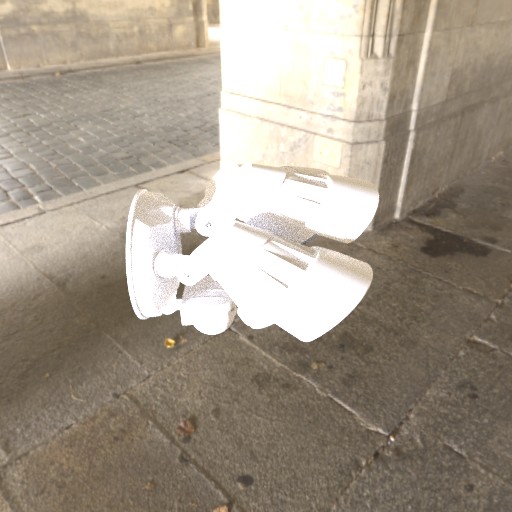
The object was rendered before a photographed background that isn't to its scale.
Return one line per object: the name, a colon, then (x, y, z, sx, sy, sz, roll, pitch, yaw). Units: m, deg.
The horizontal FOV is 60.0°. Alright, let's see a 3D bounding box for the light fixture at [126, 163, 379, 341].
light fixture: (0.000, 0.000, 0.555, 0.278, 0.237, 0.369, 0, 32, -1)
